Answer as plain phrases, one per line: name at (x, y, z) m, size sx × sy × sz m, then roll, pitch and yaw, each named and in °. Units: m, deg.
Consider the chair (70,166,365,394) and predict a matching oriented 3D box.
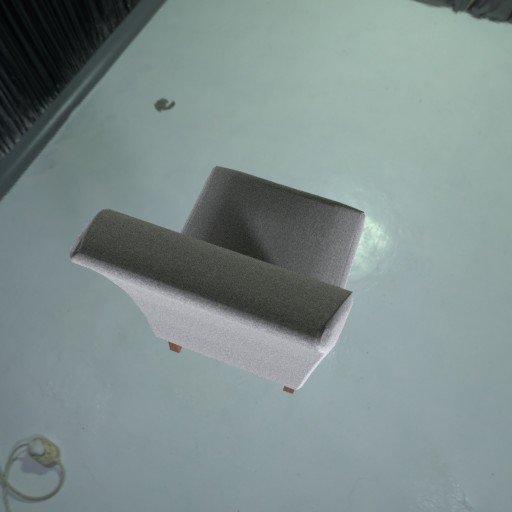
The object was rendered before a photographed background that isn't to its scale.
chair at (0.000, 0.000, 1.165) m, size 0.513 × 0.804 × 0.592 m, roll 18°, pitch 65°, yaw 8°
